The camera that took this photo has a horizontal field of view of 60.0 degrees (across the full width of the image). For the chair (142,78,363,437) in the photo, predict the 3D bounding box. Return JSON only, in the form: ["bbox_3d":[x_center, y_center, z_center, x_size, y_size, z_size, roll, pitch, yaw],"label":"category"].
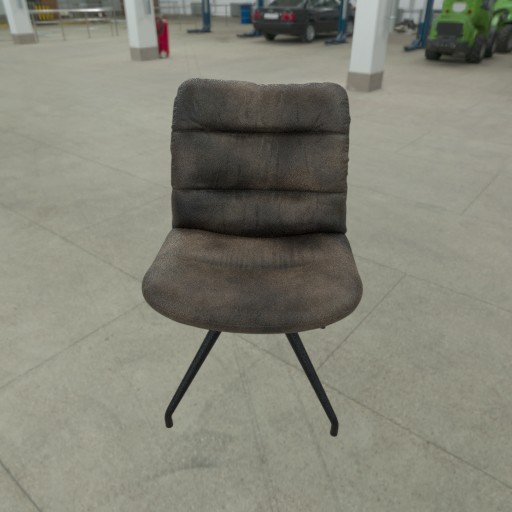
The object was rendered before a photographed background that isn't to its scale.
[{"bbox_3d":[0.000,0.000,1.276,0.549,0.870,0.622,2,31,3],"label":"chair"}]
